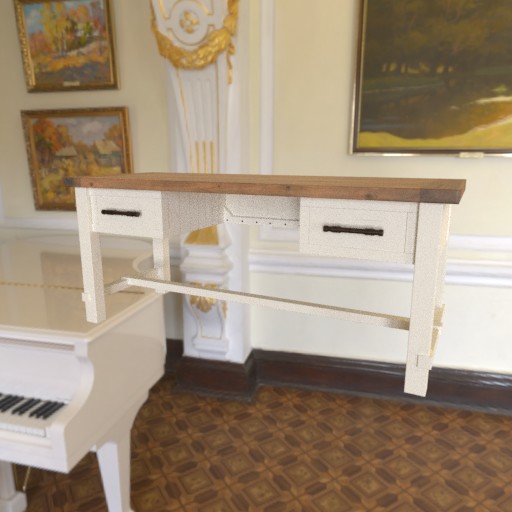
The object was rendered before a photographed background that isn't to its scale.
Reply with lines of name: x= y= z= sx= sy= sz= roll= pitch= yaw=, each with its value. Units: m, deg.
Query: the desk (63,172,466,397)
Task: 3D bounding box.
desk: x=0.000 y=0.000 z=2.199 sx=1.803 sy=0.762 sz=0.688 roll=6 pitch=14 yaw=26
